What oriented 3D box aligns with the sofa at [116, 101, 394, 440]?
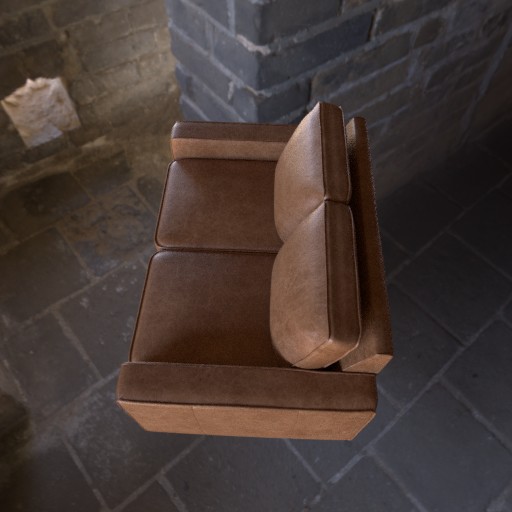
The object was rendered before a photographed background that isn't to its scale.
[{"bbox_3d":[0.000,0.000,2.140,1.020,0.896,1.532,2,58,2],"label":"sofa"}]
